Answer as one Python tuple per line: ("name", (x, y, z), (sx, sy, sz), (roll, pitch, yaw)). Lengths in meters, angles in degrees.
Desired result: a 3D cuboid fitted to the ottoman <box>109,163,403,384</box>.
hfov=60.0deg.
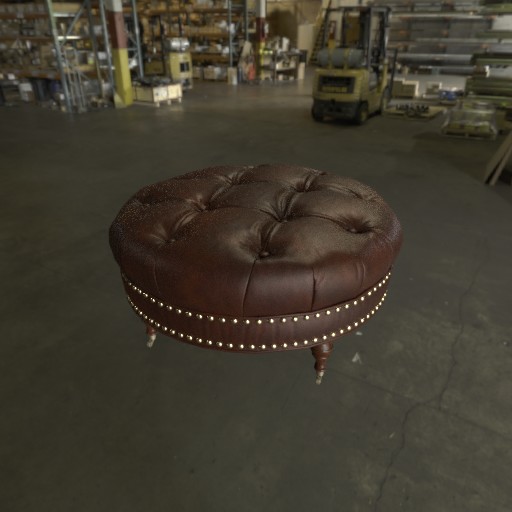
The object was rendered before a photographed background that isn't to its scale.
("ottoman", (0.000, 0.000, 1.452), (0.901, 0.455, 0.901), (0, 27, 0))
